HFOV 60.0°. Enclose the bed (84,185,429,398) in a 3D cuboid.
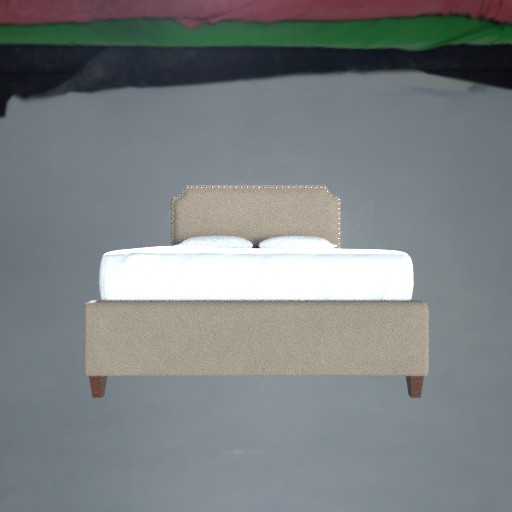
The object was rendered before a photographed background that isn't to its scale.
[{"bbox_3d":[0.000,0.000,3.328,1.703,1.415,2.329,0,0,0],"label":"bed"}]
